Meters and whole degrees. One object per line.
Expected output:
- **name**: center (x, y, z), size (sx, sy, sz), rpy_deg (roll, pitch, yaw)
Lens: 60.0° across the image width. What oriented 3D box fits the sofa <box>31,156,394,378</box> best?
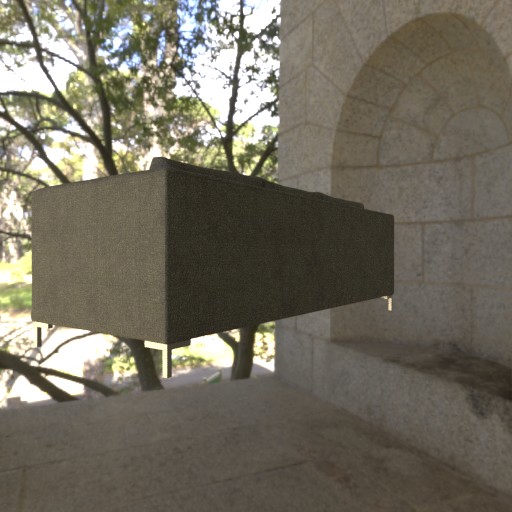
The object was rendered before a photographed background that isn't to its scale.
- **sofa**: center (0.000, 0.000, 2.829), size (0.969, 0.867, 2.415), rpy_deg (0, 0, 36)
